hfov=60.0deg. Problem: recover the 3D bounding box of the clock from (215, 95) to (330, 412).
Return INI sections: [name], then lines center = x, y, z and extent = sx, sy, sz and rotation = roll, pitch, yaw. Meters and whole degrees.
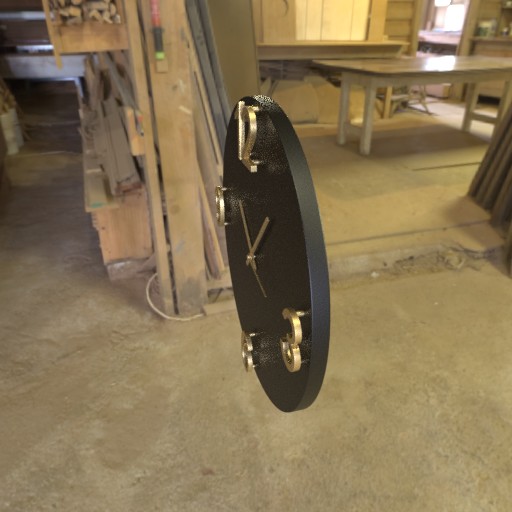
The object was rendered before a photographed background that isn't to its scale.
[clock]
center = 0.000, 0.000, 0.668
extent = 0.038, 0.454, 0.454
rotation = -8, 29, -14
